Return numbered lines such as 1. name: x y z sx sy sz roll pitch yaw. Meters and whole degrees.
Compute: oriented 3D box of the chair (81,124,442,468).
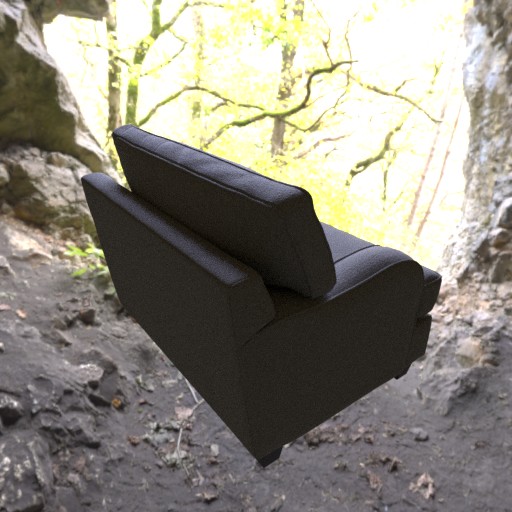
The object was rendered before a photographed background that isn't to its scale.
1. chair: 0.000 0.000 1.921 1.040 1.016 1.220 -19 32 -32
